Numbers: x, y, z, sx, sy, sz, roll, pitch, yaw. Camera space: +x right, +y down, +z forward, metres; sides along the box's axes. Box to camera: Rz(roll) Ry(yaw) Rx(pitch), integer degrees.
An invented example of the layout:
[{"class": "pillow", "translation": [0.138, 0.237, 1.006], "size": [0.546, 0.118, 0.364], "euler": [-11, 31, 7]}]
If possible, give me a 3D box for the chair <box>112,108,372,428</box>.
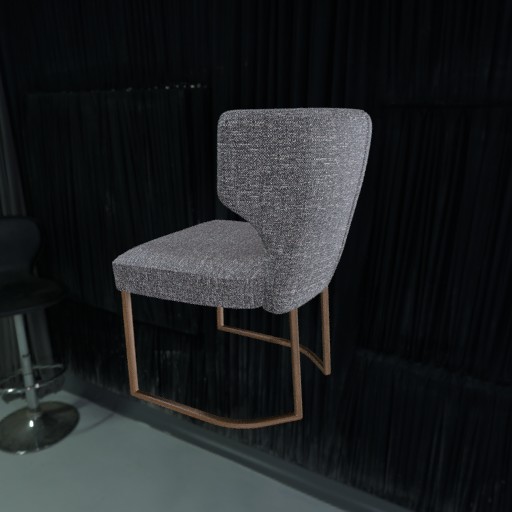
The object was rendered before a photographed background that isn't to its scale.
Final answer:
[{"class": "chair", "translation": [0.000, 0.000, 1.313], "size": [0.617, 0.824, 0.611], "euler": [8, 19, 26]}]
